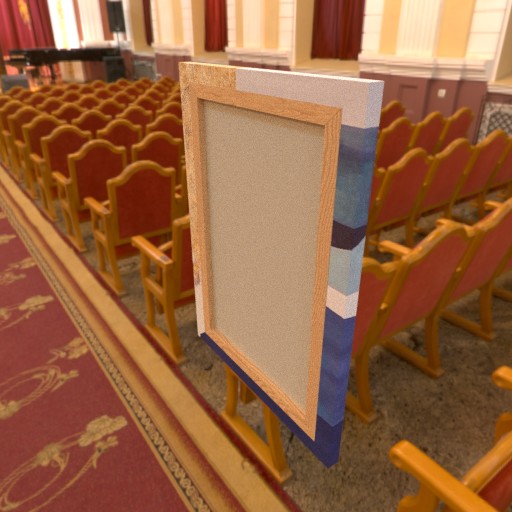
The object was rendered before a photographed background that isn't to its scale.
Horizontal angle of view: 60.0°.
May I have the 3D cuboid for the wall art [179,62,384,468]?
[{"bbox_3d":[0.000,0.000,0.788,0.026,0.613,0.458,-18,32,-31],"label":"wall art"}]
